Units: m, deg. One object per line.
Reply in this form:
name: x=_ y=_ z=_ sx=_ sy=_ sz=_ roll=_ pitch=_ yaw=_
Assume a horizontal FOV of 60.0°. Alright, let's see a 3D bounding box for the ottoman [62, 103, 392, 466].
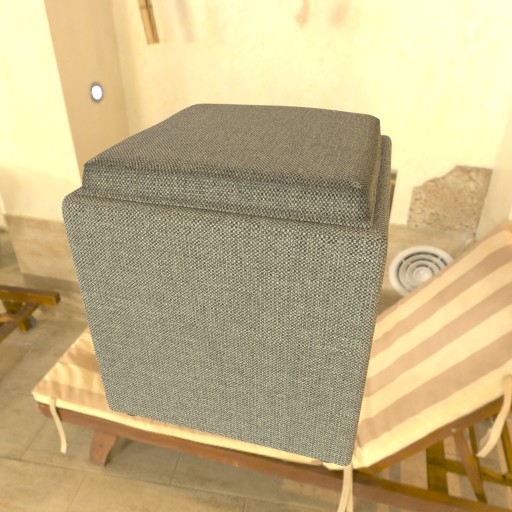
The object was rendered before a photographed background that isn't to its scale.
ottoman: x=0.000 y=0.000 z=0.823 sx=0.436 sy=0.487 sz=0.454 roll=8 pitch=31 yaw=13
